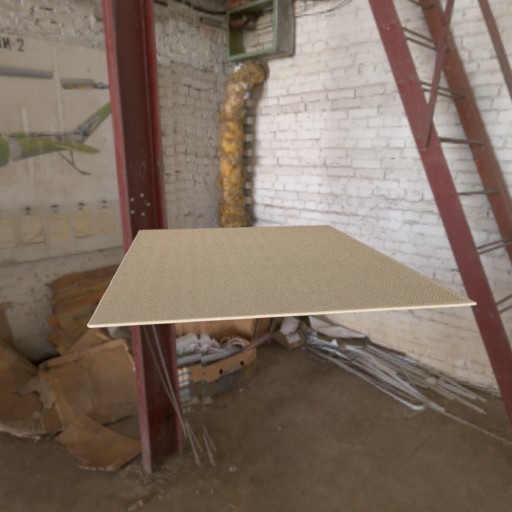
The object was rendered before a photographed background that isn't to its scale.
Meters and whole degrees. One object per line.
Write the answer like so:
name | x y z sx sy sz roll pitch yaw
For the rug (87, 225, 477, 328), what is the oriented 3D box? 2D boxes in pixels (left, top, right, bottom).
rug | 0.000 0.000 4.130 2.407 0.020 3.051 -2 14 -9
